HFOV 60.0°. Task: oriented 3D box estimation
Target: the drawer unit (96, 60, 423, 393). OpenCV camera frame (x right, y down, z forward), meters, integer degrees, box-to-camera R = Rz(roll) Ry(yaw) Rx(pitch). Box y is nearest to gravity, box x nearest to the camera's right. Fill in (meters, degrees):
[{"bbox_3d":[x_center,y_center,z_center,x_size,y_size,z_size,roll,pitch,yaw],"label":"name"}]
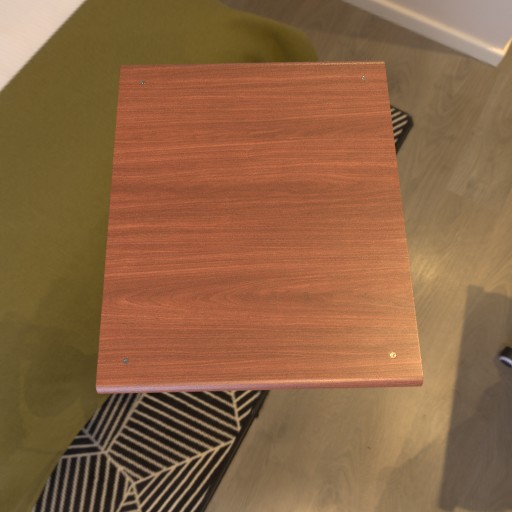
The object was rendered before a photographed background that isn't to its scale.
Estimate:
[{"bbox_3d":[0.000,0.000,0.608,0.290,0.351,0.349,-1,74,0],"label":"drawer unit"}]
